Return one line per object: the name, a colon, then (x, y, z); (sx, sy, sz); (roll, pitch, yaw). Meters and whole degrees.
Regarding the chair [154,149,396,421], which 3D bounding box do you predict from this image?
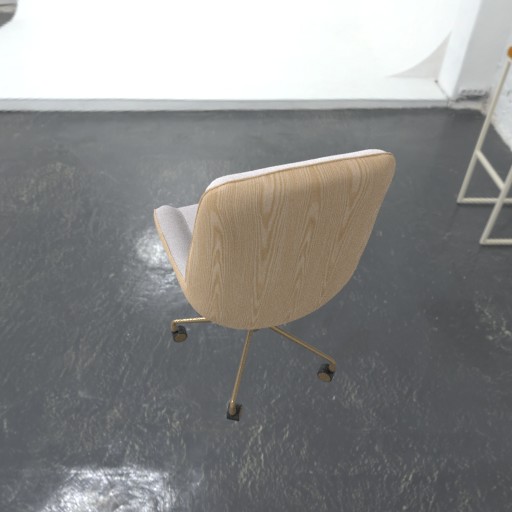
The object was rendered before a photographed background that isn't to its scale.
chair: (0.000, 0.000, 1.350); (0.564, 0.952, 0.668); (-13, 43, -15)
